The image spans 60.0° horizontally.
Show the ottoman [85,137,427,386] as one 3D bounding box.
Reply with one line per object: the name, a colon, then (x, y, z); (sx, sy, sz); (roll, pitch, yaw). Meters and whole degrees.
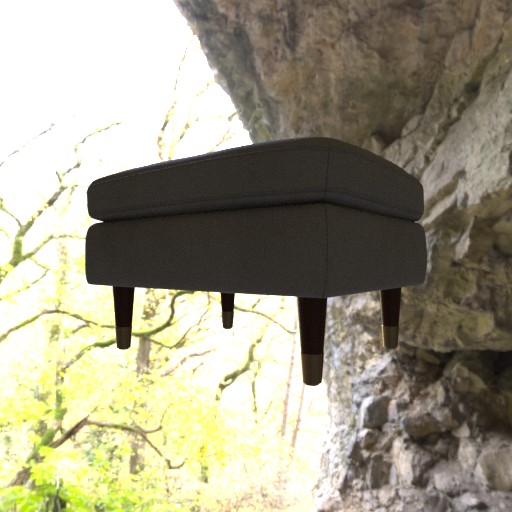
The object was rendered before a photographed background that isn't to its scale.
ottoman: (0.000, 0.000, 1.154); (0.747, 0.478, 0.593); (0, -1, 36)
